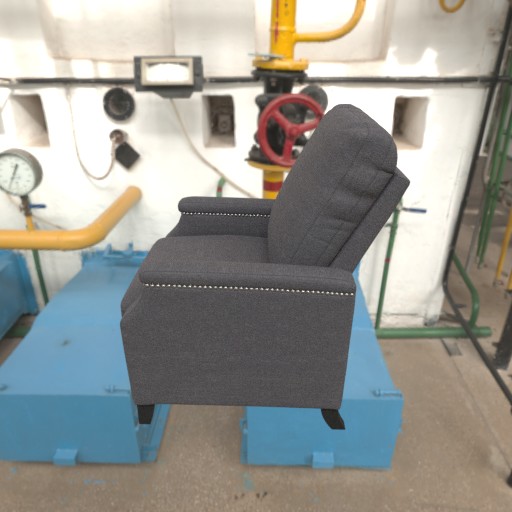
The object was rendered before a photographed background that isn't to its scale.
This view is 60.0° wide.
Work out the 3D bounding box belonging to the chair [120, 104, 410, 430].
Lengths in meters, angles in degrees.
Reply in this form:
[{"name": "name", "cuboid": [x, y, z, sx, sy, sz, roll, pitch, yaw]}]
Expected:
[{"name": "chair", "cuboid": [0.000, 0.000, 1.681, 0.922, 1.049, 0.710, 1, 26, 2]}]
